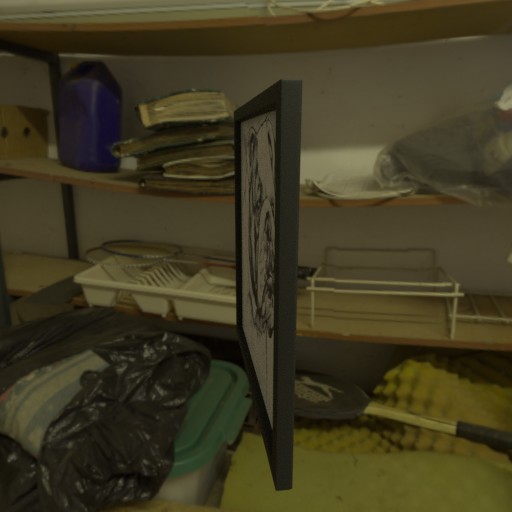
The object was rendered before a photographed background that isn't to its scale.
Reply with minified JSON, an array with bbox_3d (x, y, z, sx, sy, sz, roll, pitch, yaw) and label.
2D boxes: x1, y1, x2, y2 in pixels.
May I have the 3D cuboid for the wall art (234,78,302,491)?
[{"bbox_3d":[0.000,0.000,0.682,0.022,0.453,0.456,-2,15,-8],"label":"wall art"}]
